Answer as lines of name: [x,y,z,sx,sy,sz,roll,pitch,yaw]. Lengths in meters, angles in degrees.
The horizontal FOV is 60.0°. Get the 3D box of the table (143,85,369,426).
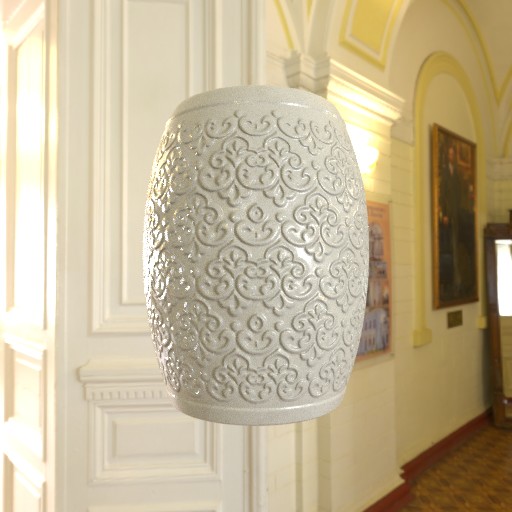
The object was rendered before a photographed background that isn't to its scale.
table: [0.000,0.000,0.625,0.309,0.397,0.309,0,-2,0]
